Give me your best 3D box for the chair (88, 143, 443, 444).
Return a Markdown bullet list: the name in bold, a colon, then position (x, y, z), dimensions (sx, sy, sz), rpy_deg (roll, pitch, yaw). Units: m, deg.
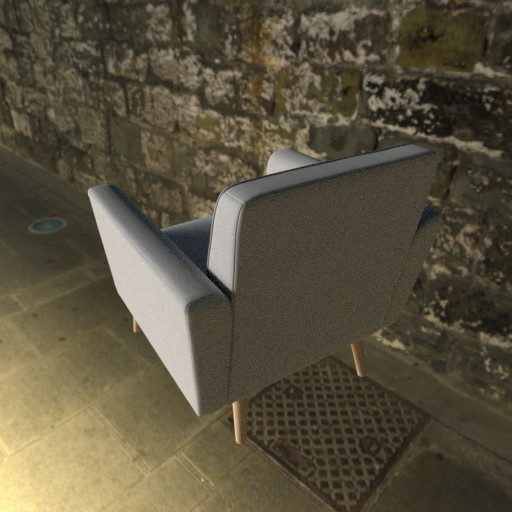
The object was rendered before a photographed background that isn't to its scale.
- **chair**: position (0.000, 0.000, 1.374), dimensions (0.780, 0.780, 0.750), rpy_deg (-18, 35, -28)
